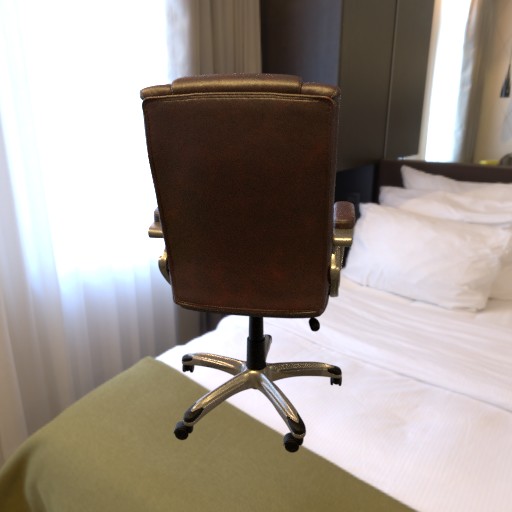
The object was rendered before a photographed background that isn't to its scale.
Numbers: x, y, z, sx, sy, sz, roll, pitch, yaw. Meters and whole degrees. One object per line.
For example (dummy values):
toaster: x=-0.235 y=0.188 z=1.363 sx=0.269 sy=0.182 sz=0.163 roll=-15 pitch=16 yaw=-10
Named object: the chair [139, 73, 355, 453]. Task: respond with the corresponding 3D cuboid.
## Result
chair: x=0.000 y=0.000 z=1.537 sx=0.656 sy=1.128 sz=0.692 roll=3 pitch=18 yaw=9
